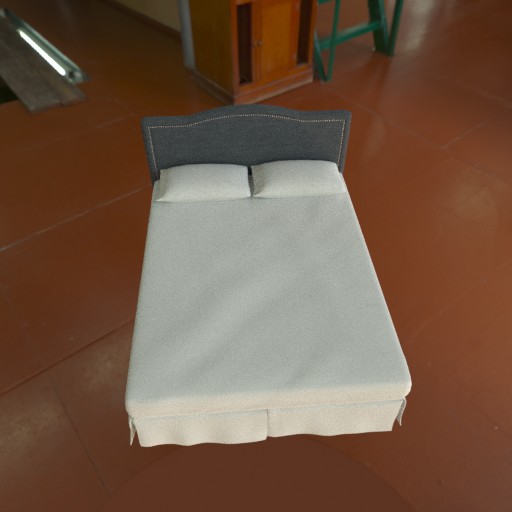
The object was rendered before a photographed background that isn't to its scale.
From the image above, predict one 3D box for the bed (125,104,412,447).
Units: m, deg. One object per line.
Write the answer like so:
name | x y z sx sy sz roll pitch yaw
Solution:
bed | 0.000 0.000 3.885 2.161 1.457 2.689 -3 47 -3
